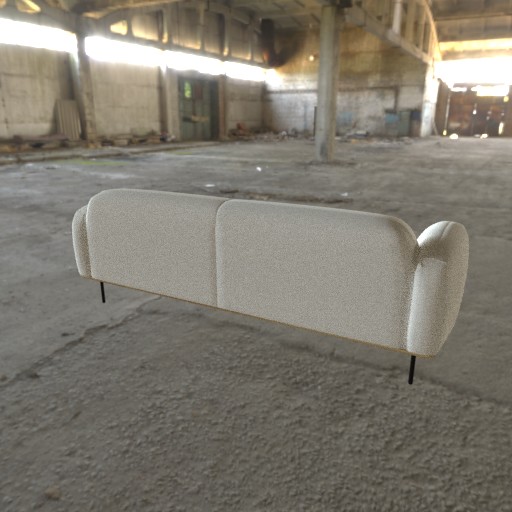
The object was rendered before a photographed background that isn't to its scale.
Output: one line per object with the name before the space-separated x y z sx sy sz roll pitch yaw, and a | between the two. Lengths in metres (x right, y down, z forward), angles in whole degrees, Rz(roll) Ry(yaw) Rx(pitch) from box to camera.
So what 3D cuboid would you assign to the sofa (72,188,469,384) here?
sofa | 0.000 0.000 2.661 2.280 0.780 0.870 9 20 27
